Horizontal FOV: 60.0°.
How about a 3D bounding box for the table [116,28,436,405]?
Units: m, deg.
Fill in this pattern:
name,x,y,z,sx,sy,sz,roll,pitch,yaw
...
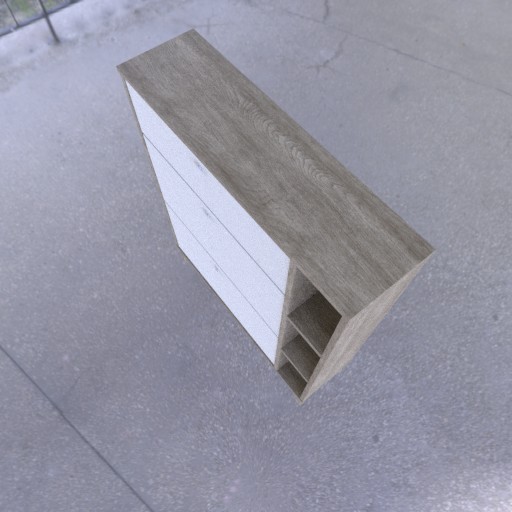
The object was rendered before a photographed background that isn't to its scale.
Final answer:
name,x,y,z,sx,sy,sz,roll,pitch,yaw
table,0.000,0.000,1.563,0.256,1.135,0.902,-35,68,-16
